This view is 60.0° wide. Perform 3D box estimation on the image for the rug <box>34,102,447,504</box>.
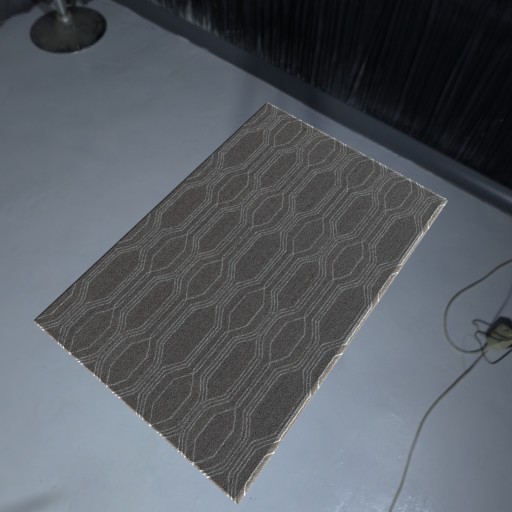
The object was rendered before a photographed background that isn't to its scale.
[{"bbox_3d":[0.000,0.000,2.255,1.239,0.012,1.836,34,67,17],"label":"rug"}]
